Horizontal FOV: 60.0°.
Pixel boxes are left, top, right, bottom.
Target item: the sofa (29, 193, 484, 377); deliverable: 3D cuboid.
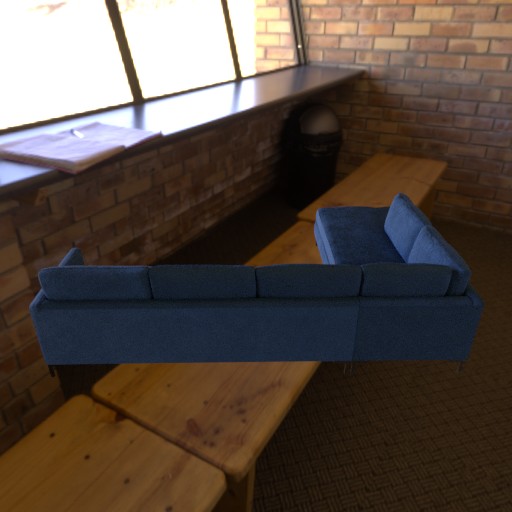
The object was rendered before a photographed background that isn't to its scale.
[{"bbox_3d":[0.000,0.000,3.760,2.949,0.815,2.007,0,29,-1],"label":"sofa"}]
